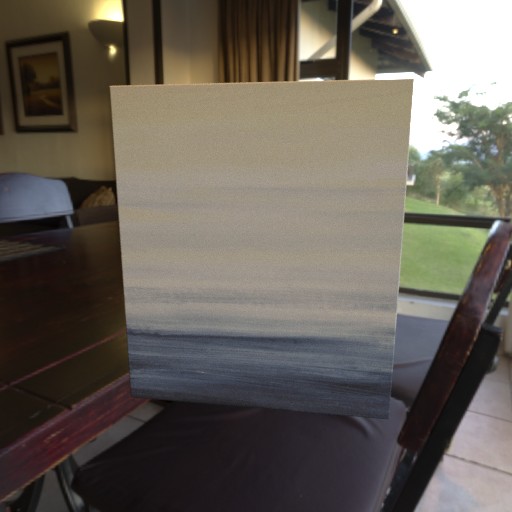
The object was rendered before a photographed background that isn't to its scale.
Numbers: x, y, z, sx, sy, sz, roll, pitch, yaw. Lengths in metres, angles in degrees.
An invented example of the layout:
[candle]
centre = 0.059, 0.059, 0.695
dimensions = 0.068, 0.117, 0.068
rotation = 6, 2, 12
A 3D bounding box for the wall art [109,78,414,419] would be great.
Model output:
[wall art]
centre = 0.000, 0.000, 0.700
dimensions = 0.435, 0.511, 0.037
rotation = 2, 13, 9
